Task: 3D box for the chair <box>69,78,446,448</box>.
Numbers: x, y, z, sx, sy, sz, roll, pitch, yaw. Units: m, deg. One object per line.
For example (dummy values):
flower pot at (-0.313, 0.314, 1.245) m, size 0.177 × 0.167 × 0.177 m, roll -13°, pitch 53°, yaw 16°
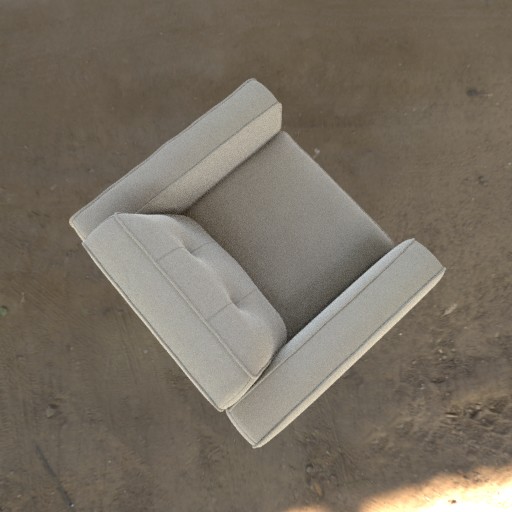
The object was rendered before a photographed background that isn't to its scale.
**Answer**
chair at (0.000, 0.000, 1.806) m, size 0.953 × 0.779 × 1.115 m, roll -41°, pitch 80°, yaw -9°
